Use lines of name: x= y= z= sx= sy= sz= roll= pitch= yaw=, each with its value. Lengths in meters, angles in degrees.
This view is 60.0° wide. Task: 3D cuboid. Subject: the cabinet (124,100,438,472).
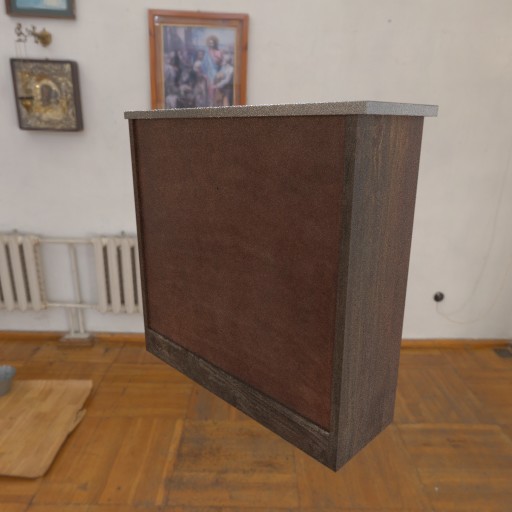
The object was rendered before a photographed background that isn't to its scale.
cabinet: x=0.000 y=0.000 z=1.457 sx=0.338 sy=0.919 sz=0.968 roll=-16 pitch=22 yaw=-42
